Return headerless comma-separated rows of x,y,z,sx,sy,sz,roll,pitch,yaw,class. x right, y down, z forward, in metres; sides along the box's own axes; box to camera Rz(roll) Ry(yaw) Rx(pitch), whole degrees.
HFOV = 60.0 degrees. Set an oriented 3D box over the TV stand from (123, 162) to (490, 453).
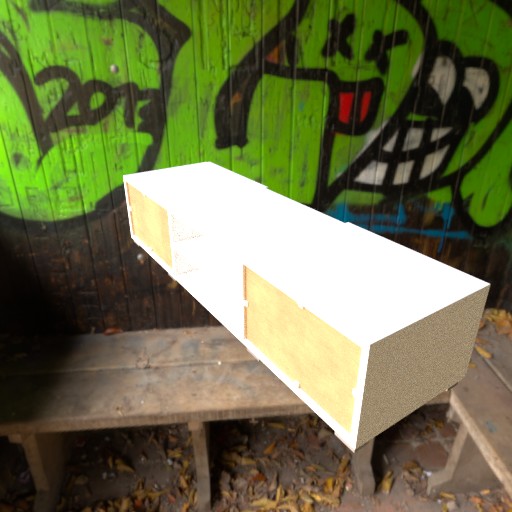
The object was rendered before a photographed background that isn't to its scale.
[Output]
0.000,0.000,1.550,0.420,0.310,1.400,-17,31,-30,TV stand
